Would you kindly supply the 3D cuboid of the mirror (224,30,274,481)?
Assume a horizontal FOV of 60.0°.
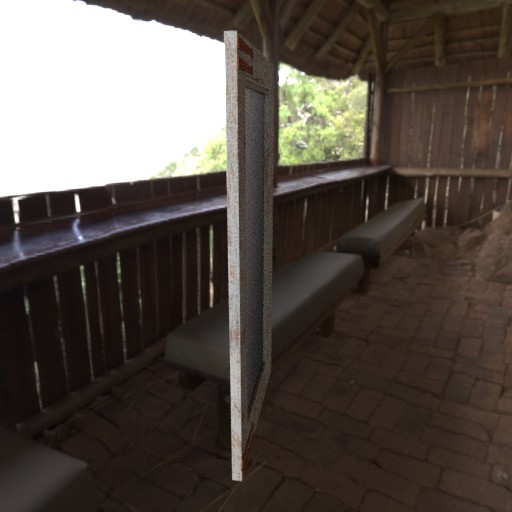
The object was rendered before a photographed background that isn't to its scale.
[{"bbox_3d":[0.000,0.000,1.092,0.027,0.922,0.472,3,17,9],"label":"mirror"}]
